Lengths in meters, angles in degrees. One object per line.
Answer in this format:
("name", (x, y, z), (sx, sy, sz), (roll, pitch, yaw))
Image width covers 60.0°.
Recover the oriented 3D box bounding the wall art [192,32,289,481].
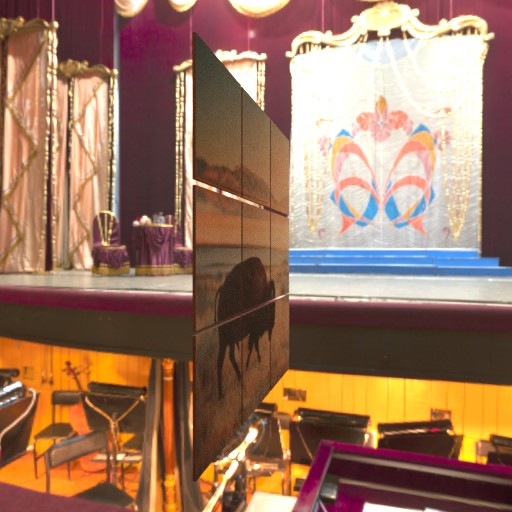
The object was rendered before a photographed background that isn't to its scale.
("wall art", (0.000, 0.000, 2.247), (0.019, 1.532, 1.533), (0, 0, 16))
